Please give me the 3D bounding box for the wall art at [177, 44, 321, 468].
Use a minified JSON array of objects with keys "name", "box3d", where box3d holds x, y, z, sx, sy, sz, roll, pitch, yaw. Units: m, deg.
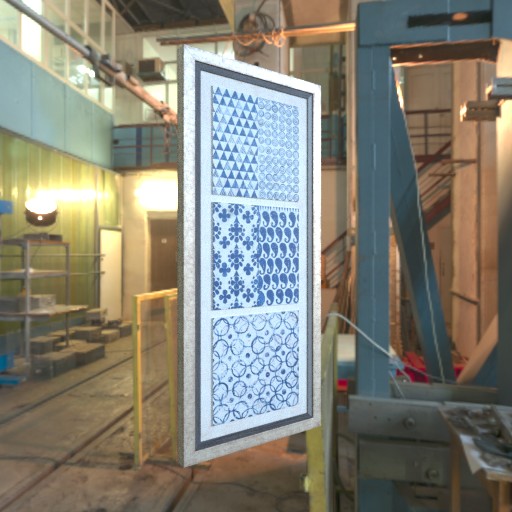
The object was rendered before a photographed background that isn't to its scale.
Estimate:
[{"name":"wall art","box3d":[0.000,0.000,1.734,0.648,1.461,0.051,0,0,-35]}]
